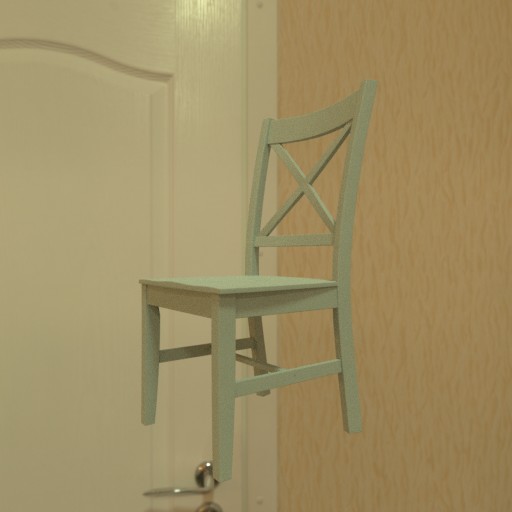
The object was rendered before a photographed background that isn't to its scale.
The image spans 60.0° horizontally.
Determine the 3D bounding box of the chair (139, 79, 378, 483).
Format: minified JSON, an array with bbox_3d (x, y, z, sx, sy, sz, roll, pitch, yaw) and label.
[{"bbox_3d":[0.000,0.000,1.288,0.542,0.983,0.485,0,0,-37],"label":"chair"}]
